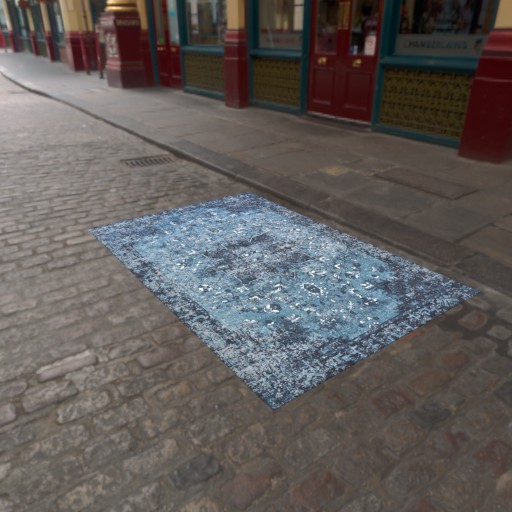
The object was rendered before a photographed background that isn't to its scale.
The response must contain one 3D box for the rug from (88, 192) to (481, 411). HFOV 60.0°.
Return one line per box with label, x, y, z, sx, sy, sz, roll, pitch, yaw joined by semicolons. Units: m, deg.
rug;0.000;0.000;2.373;1.219;0.005;1.828;-18;31;-32
